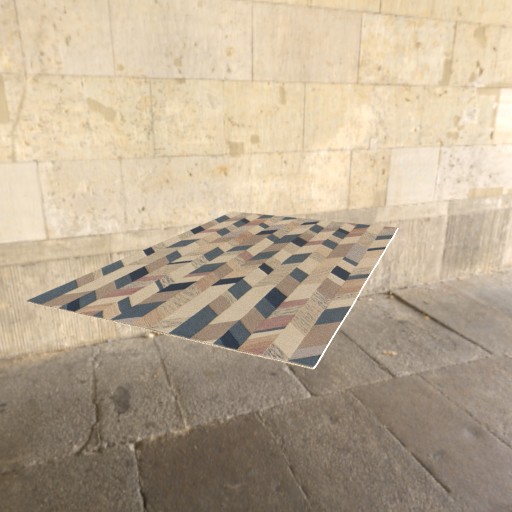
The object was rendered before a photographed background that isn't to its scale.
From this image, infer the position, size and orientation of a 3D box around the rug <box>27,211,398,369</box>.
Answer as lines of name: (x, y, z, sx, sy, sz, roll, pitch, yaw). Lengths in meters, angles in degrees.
rug: (0.000, 0.000, 2.315, 1.202, 0.006, 1.813, 8, 20, 23)
